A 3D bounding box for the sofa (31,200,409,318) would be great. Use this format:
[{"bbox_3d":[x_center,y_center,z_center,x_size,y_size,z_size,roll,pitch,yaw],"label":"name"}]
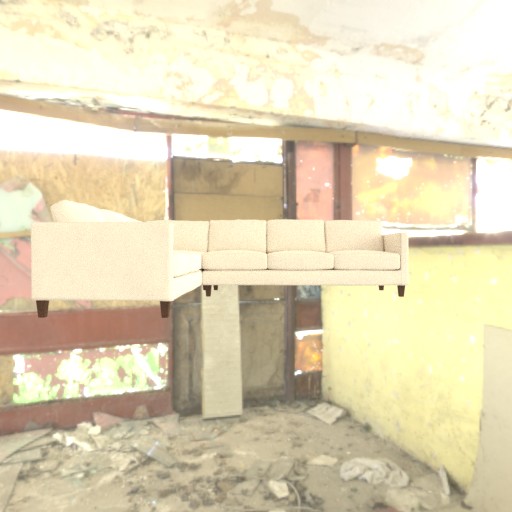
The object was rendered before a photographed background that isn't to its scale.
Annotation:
[{"bbox_3d":[0.000,0.000,4.325,3.182,0.863,2.432,0,1,1],"label":"sofa"}]
